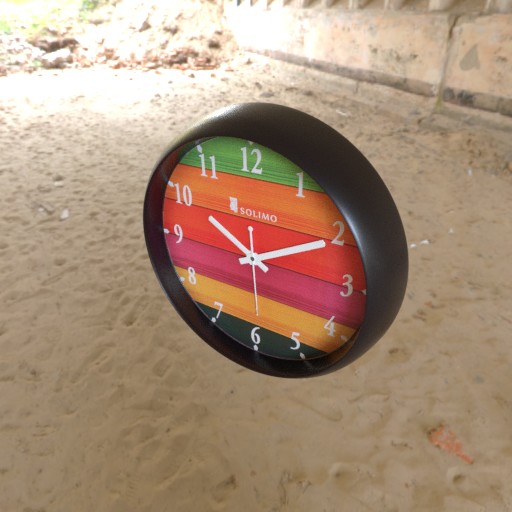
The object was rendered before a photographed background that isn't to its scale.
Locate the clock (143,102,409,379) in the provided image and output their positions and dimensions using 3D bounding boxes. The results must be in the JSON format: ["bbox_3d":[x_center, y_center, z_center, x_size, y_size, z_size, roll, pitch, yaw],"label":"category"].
[{"bbox_3d":[0.000,0.000,0.463,0.300,0.300,0.060,18,35,28],"label":"clock"}]
